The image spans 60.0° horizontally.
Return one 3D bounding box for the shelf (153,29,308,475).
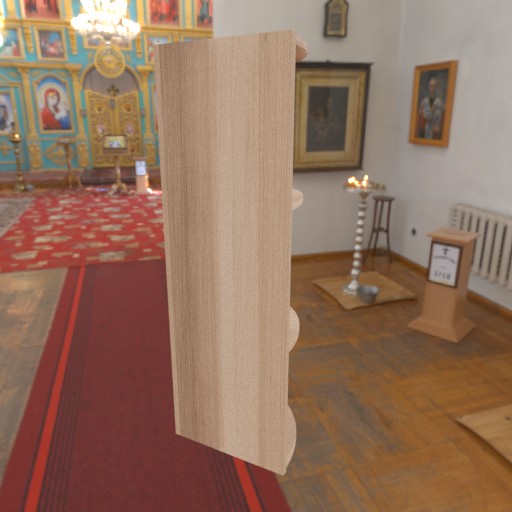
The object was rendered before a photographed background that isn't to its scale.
[{"bbox_3d":[0.000,0.000,1.022,0.290,0.872,0.290,8,18,27],"label":"shelf"}]
